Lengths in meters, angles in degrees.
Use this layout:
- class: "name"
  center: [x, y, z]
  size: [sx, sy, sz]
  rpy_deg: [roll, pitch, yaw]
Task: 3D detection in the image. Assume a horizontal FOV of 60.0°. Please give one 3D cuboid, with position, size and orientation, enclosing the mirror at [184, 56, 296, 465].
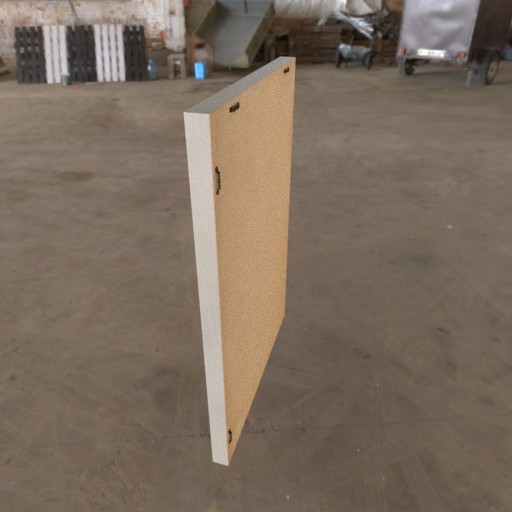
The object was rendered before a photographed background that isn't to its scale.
- class: "mirror"
  center: [0.000, 0.000, 0.936]
  size: [0.039, 0.710, 0.507]
  rpy_deg: [9, 33, 14]
